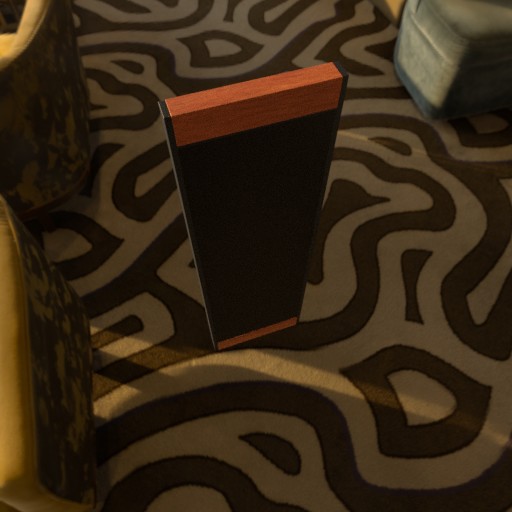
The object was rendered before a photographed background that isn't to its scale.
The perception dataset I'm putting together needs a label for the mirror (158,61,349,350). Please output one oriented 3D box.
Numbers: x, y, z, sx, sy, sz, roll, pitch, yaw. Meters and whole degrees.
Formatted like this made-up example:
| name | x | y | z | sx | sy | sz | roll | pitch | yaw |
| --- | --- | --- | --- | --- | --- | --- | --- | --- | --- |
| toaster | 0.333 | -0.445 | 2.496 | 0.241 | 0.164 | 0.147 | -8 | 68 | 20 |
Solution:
| name | x | y | z | sx | sy | sz | roll | pitch | yaw |
| --- | --- | --- | --- | --- | --- | --- | --- | --- | --- |
| mirror | 0.000 | 0.000 | 1.259 | 0.343 | 1.123 | 0.047 | -17 | 60 | -10 |
